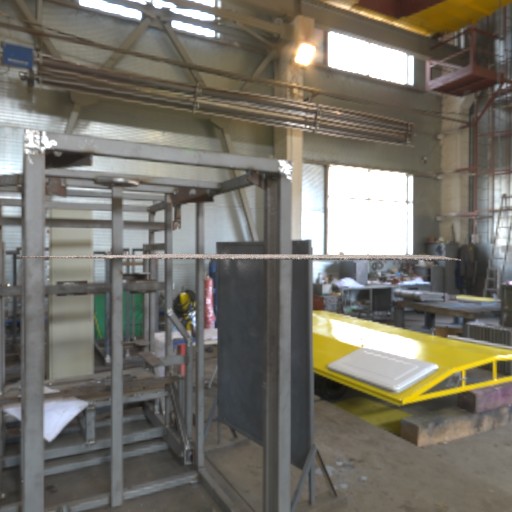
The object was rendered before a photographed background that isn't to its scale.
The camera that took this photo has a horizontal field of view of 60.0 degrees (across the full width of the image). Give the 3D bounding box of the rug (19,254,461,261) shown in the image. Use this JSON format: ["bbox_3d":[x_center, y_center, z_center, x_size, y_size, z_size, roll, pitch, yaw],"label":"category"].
[{"bbox_3d":[0.000,0.000,5.265,4.093,0.020,2.997,0,1,17],"label":"rug"}]
